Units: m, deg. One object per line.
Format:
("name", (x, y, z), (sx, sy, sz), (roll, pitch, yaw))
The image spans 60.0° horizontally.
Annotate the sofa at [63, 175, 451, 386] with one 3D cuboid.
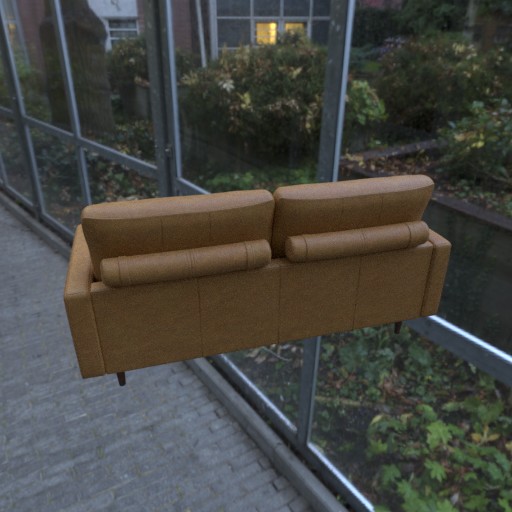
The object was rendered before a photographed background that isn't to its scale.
("sofa", (0.000, 0.000, 2.338), (1.821, 0.898, 0.850), (-7, 27, -14))
